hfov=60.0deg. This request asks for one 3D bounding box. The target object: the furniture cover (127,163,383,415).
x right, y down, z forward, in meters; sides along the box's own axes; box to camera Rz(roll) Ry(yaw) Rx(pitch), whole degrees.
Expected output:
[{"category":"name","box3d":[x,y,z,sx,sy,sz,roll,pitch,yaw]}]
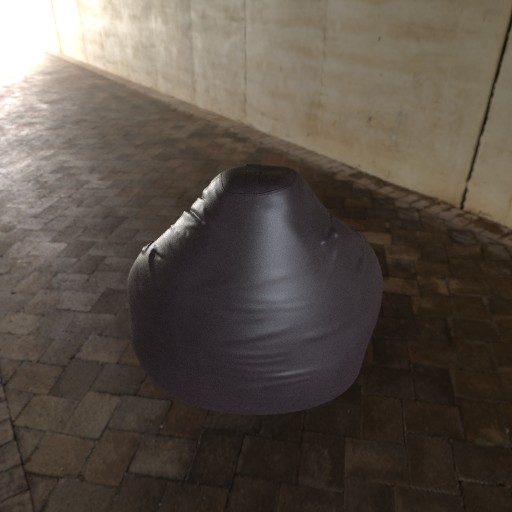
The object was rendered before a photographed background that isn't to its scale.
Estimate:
[{"category":"furniture cover","box3d":[0.000,0.000,1.904,1.070,0.990,1.070,-1,31,-2]}]
